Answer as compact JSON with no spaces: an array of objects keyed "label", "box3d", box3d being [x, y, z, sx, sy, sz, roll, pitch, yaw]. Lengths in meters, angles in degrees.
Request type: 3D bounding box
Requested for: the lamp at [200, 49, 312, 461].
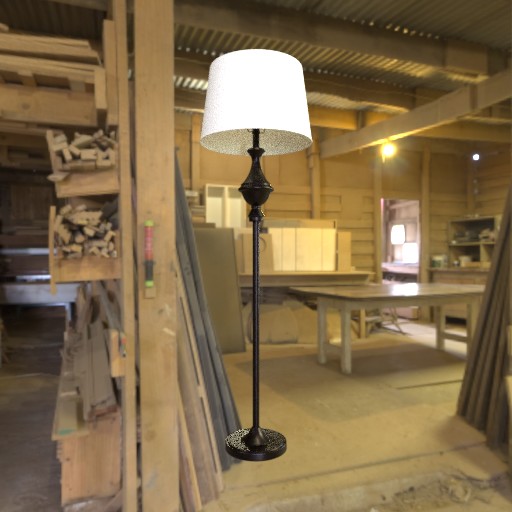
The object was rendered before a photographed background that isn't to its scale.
[{"label":"lamp","box3d":[0.000,0.000,1.714,0.431,1.484,0.431,0,1,0]}]
